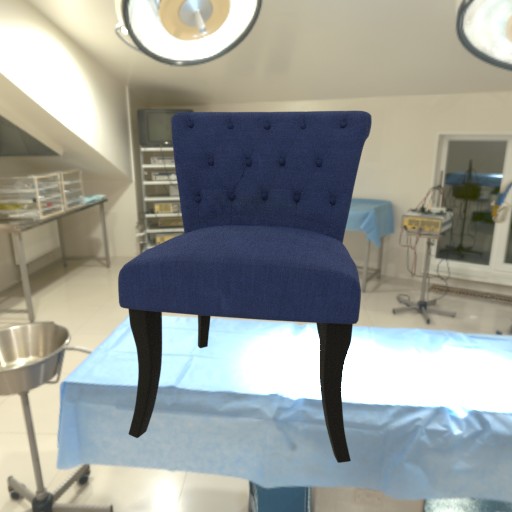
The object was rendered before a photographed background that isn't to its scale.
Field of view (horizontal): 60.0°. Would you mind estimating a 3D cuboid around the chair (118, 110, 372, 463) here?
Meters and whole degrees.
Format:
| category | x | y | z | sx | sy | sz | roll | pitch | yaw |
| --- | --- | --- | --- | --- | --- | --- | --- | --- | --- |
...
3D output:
| category | x | y | z | sx | sy | sz | roll | pitch | yaw |
| --- | --- | --- | --- | --- | --- | --- | --- | --- | --- |
| chair | 0.000 | 0.000 | 1.179 | 0.585 | 0.753 | 0.606 | 3 | 16 | 10 |
